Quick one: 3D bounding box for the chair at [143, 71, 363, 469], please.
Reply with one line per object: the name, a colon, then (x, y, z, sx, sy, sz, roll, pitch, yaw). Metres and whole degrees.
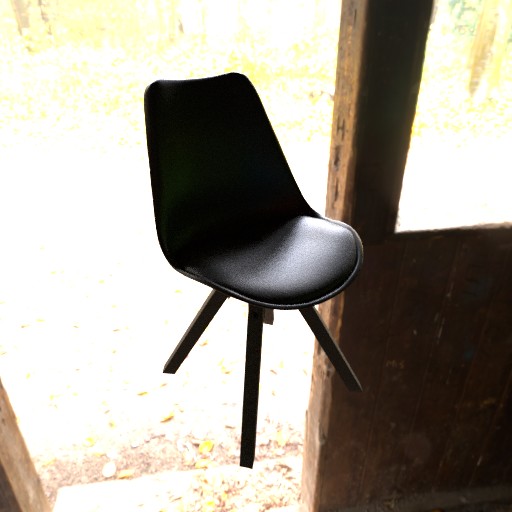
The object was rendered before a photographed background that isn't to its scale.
chair: (0.000, 0.000, 1.173, 0.485, 0.850, 0.530, -21, 35, -32)
